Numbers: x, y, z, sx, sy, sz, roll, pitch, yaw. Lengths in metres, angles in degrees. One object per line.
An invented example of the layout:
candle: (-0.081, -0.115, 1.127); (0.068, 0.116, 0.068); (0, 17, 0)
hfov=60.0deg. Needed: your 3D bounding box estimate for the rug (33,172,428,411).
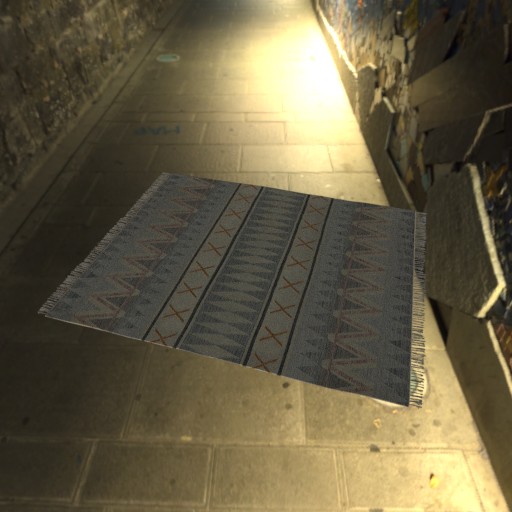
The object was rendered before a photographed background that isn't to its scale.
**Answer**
rug: (0.000, 0.000, 4.038); (3.000, 0.012, 2.371); (11, 41, 13)
